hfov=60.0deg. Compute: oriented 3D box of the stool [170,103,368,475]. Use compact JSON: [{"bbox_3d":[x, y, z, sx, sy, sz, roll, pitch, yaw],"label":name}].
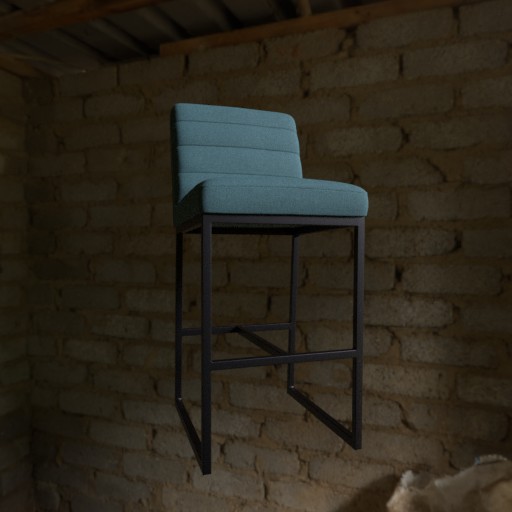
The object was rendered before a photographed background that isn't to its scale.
[{"bbox_3d":[0.000,0.000,1.362,0.460,1.040,0.560,-1,2,-18],"label":"stool"}]
